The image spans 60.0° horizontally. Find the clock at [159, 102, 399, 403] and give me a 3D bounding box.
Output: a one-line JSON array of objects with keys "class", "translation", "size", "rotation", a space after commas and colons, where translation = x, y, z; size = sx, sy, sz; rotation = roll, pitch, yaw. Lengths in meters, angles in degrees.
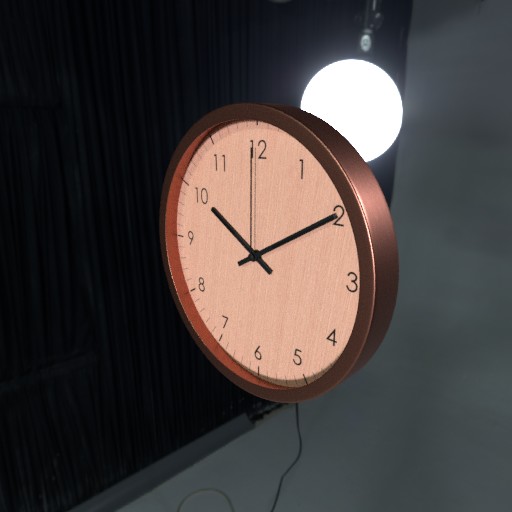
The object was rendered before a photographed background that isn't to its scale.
[{"class": "clock", "translation": [0.000, 0.000, 0.480], "size": [0.313, 0.313, 0.040], "rotation": [16, 22, 43]}]
